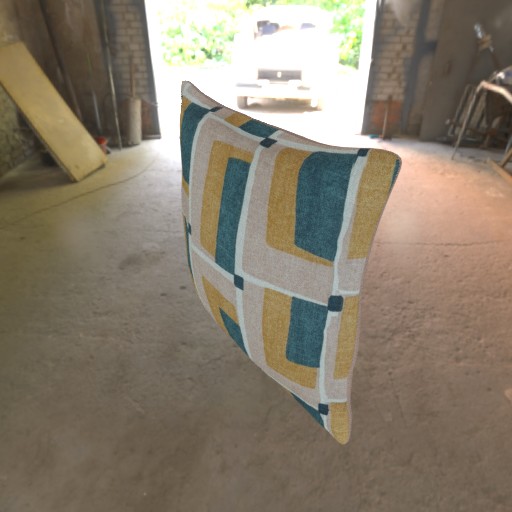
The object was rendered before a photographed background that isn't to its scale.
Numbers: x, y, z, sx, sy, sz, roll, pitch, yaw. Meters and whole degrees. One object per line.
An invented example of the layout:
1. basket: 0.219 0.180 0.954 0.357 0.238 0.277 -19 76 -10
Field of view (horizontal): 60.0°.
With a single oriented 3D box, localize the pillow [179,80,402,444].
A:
1. pillow: 0.000 0.000 0.733 0.158 0.479 0.478 -21 38 -29
